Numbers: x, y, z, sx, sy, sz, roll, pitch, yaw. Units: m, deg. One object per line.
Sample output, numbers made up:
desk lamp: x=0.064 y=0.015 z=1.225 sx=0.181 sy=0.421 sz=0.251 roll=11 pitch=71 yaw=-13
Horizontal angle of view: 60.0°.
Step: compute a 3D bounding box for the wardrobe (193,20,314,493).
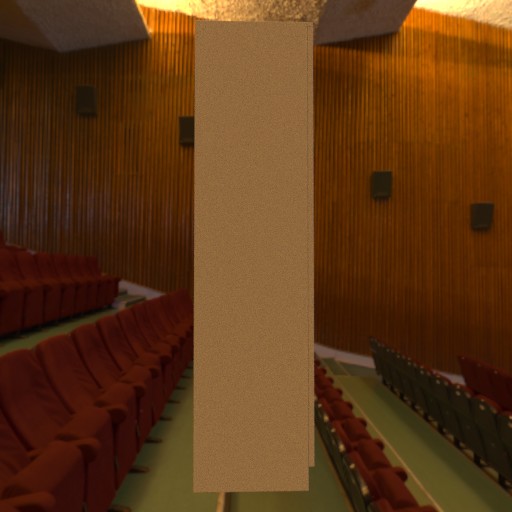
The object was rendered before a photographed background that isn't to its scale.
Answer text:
wardrobe: x=0.000 y=0.000 z=1.981 sx=0.470 sy=1.700 sz=0.760 roll=0 pitch=-1 yaw=-2
